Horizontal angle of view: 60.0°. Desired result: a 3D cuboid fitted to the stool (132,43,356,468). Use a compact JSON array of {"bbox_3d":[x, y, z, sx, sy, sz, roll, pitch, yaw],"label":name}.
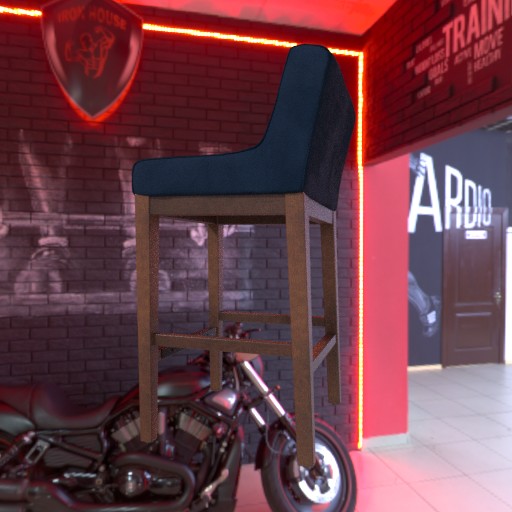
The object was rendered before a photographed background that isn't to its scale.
[{"bbox_3d":[0.000,0.000,1.266,0.516,0.945,0.511,0,1,19],"label":"stool"}]
